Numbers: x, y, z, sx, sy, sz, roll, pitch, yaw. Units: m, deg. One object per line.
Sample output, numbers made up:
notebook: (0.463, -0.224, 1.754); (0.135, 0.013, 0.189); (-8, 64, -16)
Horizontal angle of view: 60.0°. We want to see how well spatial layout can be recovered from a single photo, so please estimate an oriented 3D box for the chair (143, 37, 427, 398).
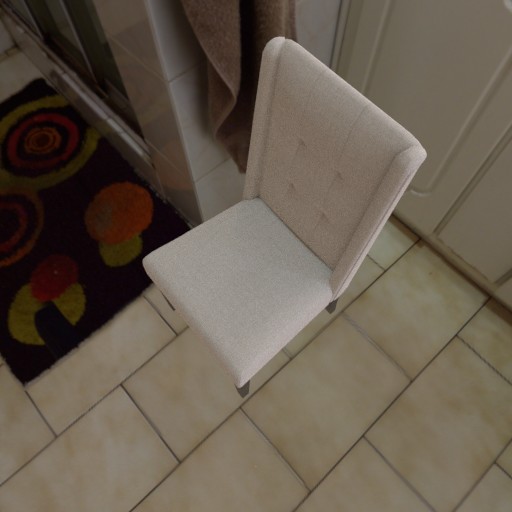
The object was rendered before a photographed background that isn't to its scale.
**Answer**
chair: (0.000, 0.000, 1.276); (0.523, 0.961, 0.474); (-37, 70, -16)
